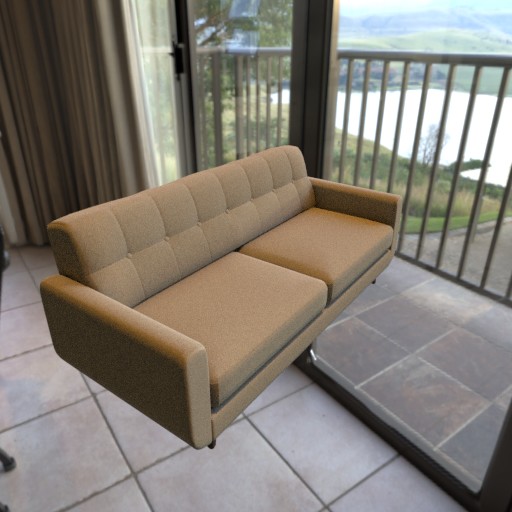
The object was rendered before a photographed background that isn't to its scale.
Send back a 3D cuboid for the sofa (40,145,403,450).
[{"bbox_3d":[0.000,0.000,2.595,0.980,0.892,2.137,18,32,32],"label":"sofa"}]
